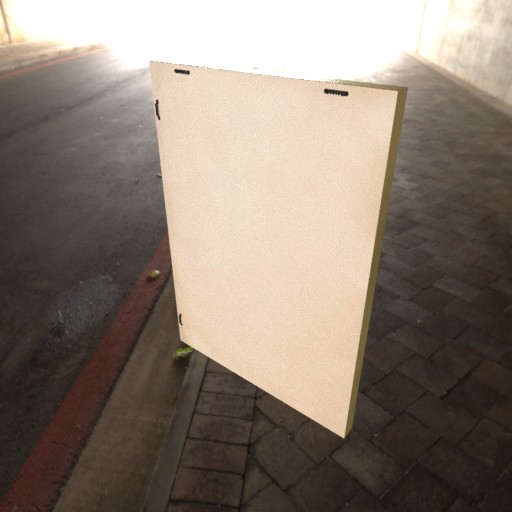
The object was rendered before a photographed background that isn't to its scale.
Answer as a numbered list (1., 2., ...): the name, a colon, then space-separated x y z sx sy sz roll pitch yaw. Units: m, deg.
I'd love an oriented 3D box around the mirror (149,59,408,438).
1. mirror: 0.000 0.000 0.916 0.507 0.710 0.040 22 37 32
